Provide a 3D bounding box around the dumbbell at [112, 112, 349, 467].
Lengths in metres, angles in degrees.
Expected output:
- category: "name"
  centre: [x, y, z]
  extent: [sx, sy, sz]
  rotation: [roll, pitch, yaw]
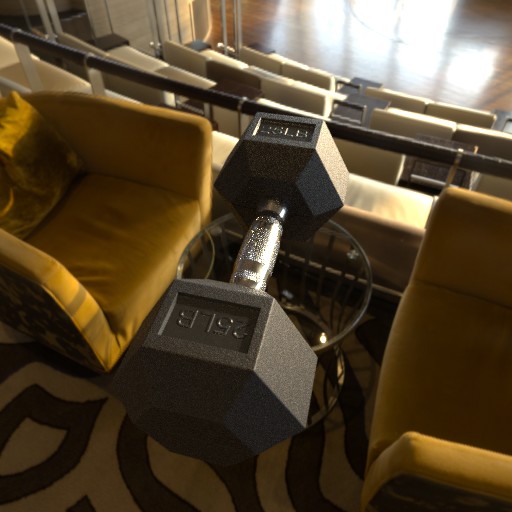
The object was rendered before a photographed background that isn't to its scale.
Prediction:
- category: "dumbbell"
  centre: [0.000, 0.000, 0.373]
  extent: [0.129, 0.113, 0.315]
  rotation: [10, 47, 10]
